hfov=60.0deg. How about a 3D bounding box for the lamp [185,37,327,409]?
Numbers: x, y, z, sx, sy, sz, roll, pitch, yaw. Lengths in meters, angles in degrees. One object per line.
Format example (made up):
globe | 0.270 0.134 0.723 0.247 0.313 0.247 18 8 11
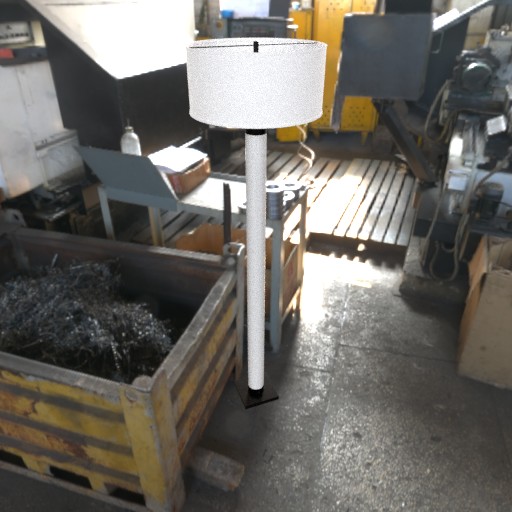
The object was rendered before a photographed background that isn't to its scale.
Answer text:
lamp | 0.000 0.000 1.683 0.420 1.475 0.420 -11 33 -18
